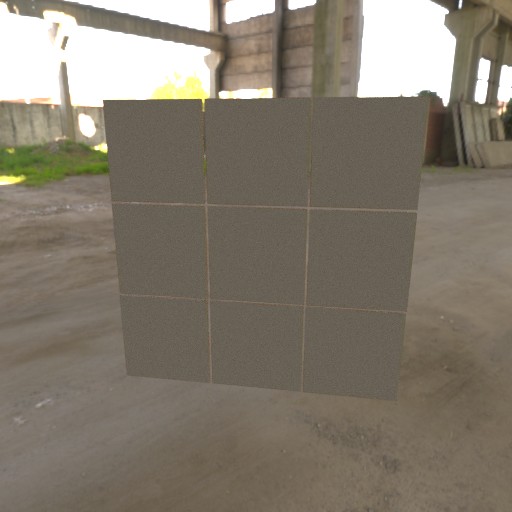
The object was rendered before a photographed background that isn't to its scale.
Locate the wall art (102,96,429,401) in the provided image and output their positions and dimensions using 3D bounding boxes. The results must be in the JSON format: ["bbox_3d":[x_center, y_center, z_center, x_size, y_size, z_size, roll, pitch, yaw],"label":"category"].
[{"bbox_3d":[0.000,0.000,1.364,0.919,0.917,0.010,3,17,9],"label":"wall art"}]
